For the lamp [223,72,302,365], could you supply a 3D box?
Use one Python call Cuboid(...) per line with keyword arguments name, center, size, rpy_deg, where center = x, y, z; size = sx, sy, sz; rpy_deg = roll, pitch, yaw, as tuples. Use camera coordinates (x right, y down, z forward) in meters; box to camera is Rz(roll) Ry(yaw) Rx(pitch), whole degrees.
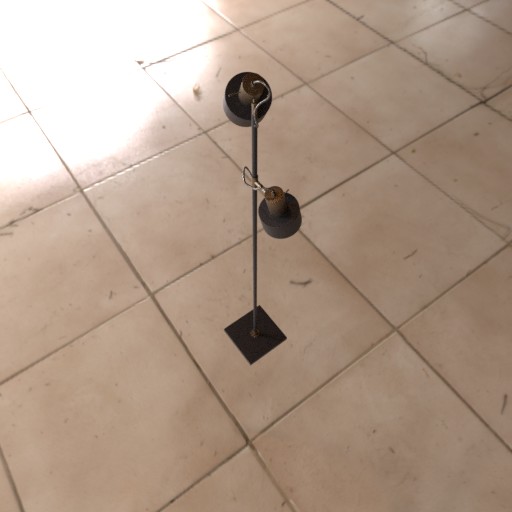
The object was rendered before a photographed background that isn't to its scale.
Cuboid(name="lamp", center=(0.000, 0.000, 1.657), size=(0.233, 1.505, 0.315), rpy_deg=(-32, 62, -19))
